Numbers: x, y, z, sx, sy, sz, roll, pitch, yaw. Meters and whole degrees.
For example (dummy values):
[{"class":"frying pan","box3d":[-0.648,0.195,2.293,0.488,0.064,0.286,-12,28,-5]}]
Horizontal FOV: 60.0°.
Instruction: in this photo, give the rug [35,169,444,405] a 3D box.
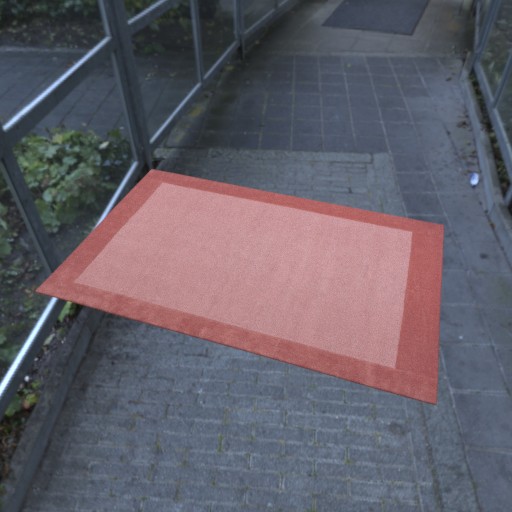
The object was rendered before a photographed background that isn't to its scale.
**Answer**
[{"class":"rug","box3d":[0.000,0.000,3.050,2.438,0.014,1.524,13,44,14]}]
